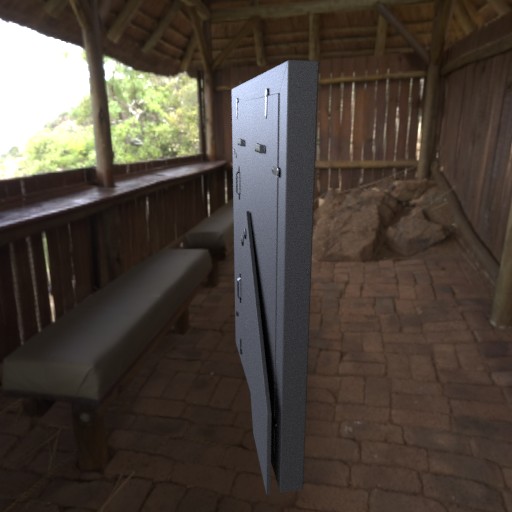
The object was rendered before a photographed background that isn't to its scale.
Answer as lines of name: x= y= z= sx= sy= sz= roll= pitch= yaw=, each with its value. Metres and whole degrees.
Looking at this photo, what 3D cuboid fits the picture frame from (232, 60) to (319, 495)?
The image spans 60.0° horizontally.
picture frame: x=0.000 y=0.000 z=0.514 sx=0.036 sy=0.383 sz=0.307 roll=-3 pitch=17 yaw=-10
